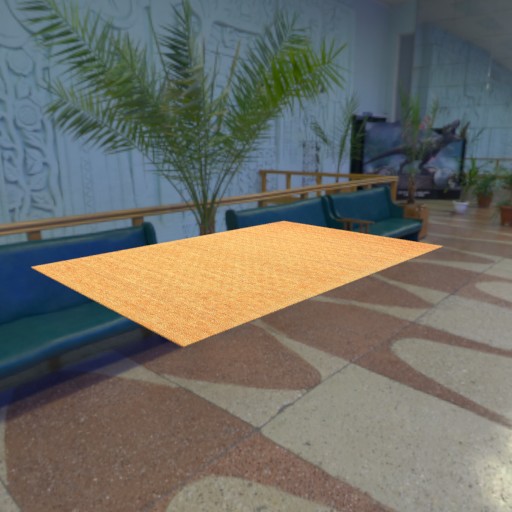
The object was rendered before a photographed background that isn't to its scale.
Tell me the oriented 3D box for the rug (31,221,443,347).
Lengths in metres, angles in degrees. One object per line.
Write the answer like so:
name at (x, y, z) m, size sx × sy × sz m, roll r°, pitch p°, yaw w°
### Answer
rug at (0.000, 0.000, 2.920) m, size 1.524 × 0.006 × 2.285 m, roll 14°, pitch 20°, yaw 43°
